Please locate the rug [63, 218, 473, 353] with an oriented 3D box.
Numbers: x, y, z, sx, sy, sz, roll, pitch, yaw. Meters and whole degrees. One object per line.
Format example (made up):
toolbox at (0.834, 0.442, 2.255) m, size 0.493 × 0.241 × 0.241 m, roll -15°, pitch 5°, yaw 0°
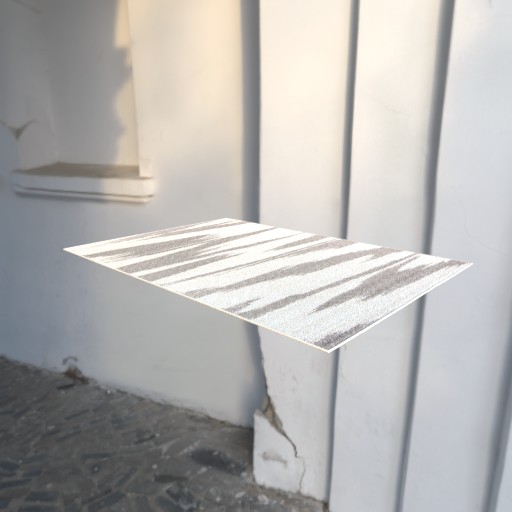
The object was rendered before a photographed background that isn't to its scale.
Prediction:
rug at (0.000, 0.000, 2.825) m, size 2.142 × 0.010 × 1.533 m, roll 14°, pitch 21°, yaw 41°
